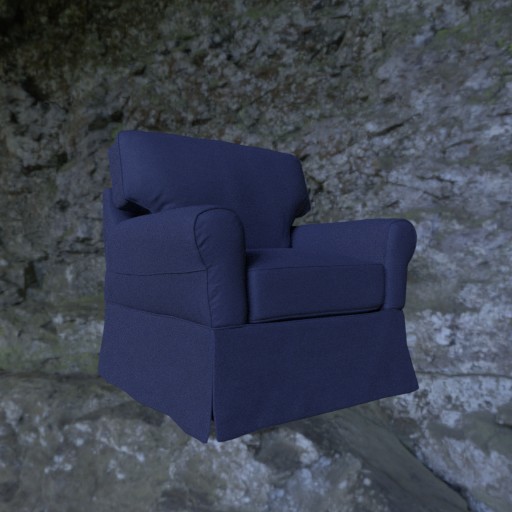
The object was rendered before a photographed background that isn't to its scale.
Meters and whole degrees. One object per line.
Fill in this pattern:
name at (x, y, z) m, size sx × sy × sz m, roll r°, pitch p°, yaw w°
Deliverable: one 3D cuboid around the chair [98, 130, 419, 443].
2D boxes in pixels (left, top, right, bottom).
chair at (0.000, 0.000, 1.949) m, size 1.119 × 1.140 × 1.002 m, roll 0°, pitch 0°, yaw -34°
